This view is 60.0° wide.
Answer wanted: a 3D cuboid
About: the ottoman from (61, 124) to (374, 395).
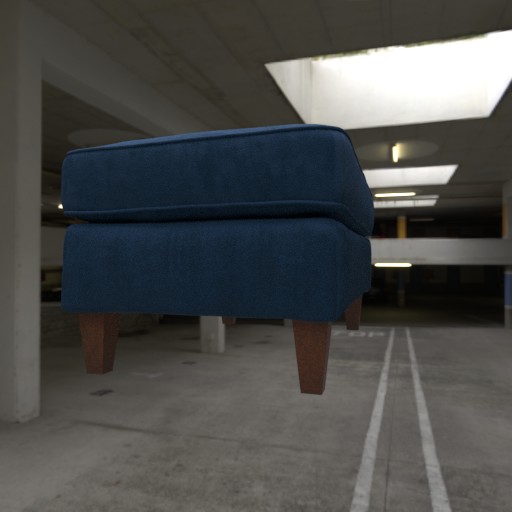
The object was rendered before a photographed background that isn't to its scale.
[{"bbox_3d":[0.000,0.000,1.196,0.583,0.484,0.862,0,-1,18],"label":"ottoman"}]
